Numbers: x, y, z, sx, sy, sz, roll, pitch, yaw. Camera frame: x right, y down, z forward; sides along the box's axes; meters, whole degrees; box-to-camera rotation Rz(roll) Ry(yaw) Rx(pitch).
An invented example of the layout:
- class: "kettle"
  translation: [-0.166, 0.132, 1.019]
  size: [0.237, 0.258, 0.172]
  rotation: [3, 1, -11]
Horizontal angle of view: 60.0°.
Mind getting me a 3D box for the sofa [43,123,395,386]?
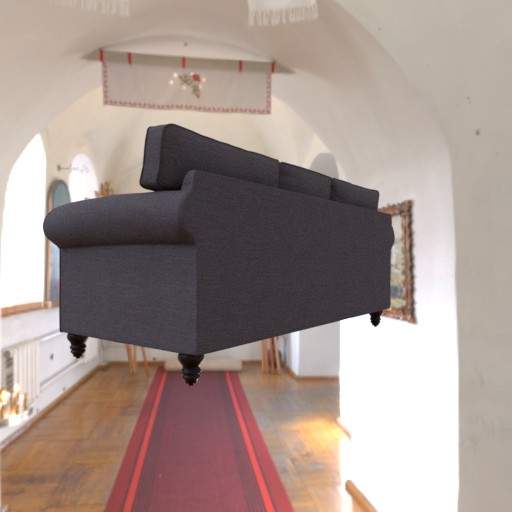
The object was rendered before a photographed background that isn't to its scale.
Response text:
- class: "sofa"
  translation: [0.000, 0.000, 2.565]
  size: [0.909, 0.966, 2.084]
  rotation: [0, -1, 37]
